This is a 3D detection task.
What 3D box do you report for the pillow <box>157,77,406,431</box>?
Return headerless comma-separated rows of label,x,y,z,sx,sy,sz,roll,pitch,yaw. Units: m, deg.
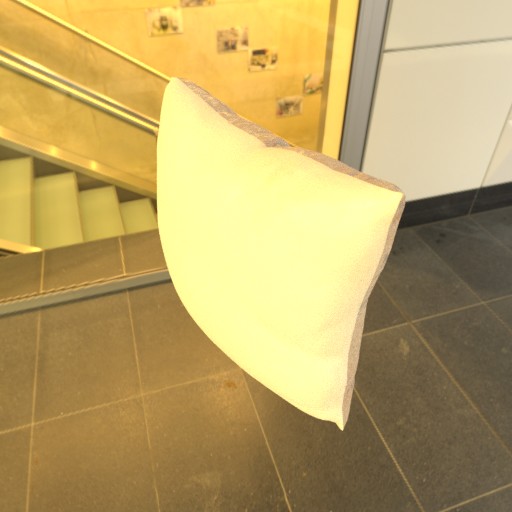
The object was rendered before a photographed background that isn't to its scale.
pillow,0.000,0.000,0.709,0.245,0.448,0.450,-26,47,-28
